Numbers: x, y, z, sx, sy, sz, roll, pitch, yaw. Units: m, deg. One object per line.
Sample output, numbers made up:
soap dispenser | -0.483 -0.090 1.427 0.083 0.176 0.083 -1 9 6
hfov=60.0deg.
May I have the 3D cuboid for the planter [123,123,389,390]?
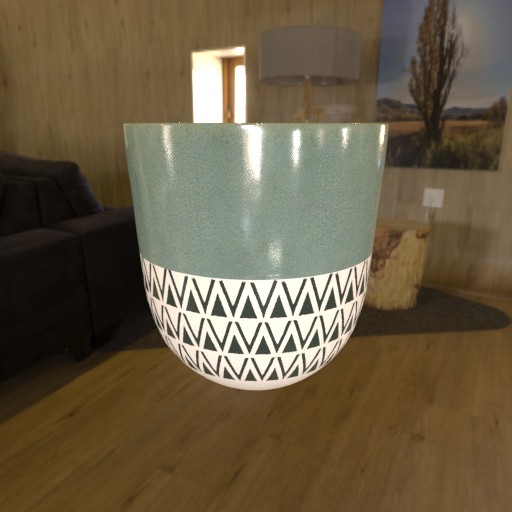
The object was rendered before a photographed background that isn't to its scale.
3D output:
planter | 0.000 0.000 0.373 0.198 0.214 0.198 0 17 0
